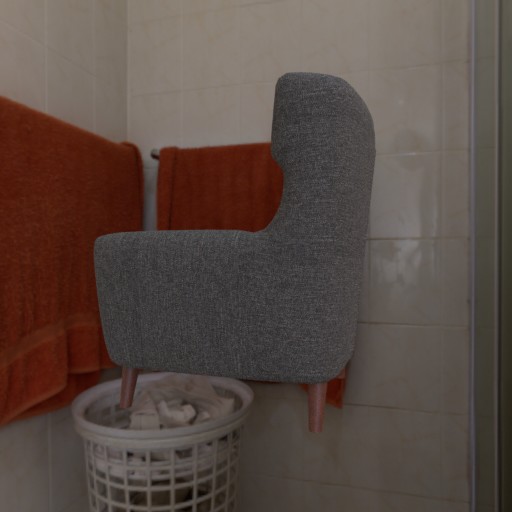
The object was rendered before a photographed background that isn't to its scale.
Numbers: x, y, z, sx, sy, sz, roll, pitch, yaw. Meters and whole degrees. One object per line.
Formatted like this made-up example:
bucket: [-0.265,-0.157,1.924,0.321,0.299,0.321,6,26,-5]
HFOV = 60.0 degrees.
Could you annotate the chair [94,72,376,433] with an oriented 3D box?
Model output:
chair: [0.000,0.000,1.730,0.904,1.063,0.878,0,1,18]
